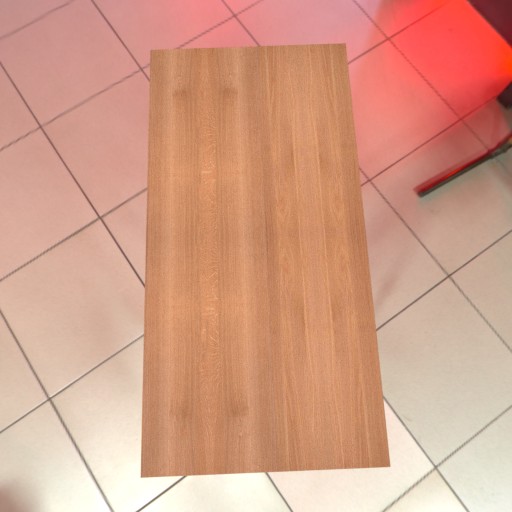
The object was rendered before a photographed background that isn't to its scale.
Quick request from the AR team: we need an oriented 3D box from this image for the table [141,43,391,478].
[{"bbox_3d":[0.000,0.000,2.180,0.900,0.750,1.800,-2,76,-1],"label":"table"}]
